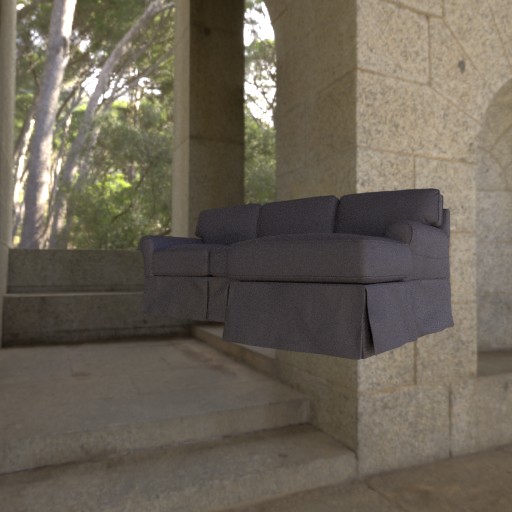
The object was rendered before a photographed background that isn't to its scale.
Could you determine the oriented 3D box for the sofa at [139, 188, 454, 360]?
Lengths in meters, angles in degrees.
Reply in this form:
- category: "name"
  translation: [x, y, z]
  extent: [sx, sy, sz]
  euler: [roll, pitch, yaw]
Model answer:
- category: "sofa"
  translation: [0.000, 0.000, 3.404]
  extent: [2.518, 1.039, 1.637]
  euler: [-1, -2, 36]
